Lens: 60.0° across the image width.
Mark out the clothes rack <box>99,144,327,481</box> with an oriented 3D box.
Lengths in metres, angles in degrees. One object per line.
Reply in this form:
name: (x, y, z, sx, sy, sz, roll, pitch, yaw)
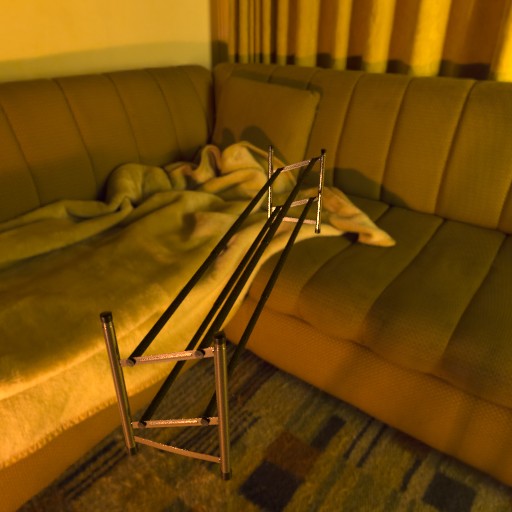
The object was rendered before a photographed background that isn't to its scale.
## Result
clothes rack: (0.000, 0.000, 1.293, 0.229, 0.349, 1.168, 8, 30, 14)
